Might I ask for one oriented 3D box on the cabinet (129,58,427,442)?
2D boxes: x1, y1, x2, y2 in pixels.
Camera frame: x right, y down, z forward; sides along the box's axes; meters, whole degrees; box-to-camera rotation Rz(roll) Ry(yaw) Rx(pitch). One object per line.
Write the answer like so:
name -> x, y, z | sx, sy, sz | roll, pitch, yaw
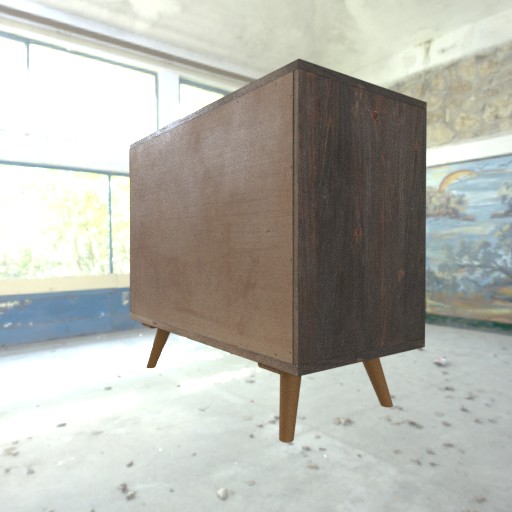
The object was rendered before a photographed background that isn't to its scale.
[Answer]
cabinet -> 0.000, 0.000, 1.556 | 0.529, 0.897, 1.023 | -1, 1, -37
